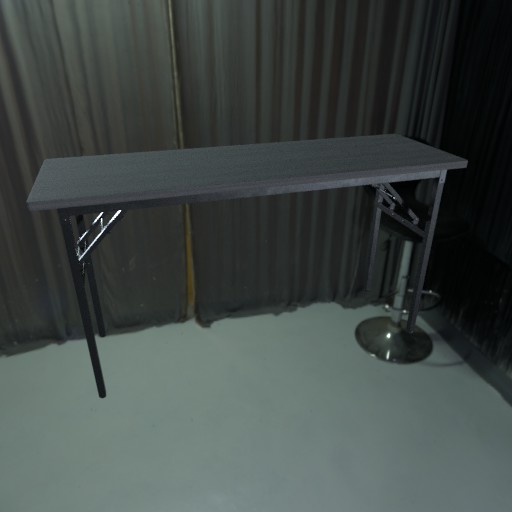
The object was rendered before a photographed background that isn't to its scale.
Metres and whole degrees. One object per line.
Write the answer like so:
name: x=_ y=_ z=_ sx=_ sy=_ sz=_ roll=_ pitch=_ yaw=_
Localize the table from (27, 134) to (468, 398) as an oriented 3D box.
table: x=0.000 y=0.000 z=1.707 sx=1.399 sy=0.750 sz=0.449 roll=-8 pitch=29 yaw=-15
